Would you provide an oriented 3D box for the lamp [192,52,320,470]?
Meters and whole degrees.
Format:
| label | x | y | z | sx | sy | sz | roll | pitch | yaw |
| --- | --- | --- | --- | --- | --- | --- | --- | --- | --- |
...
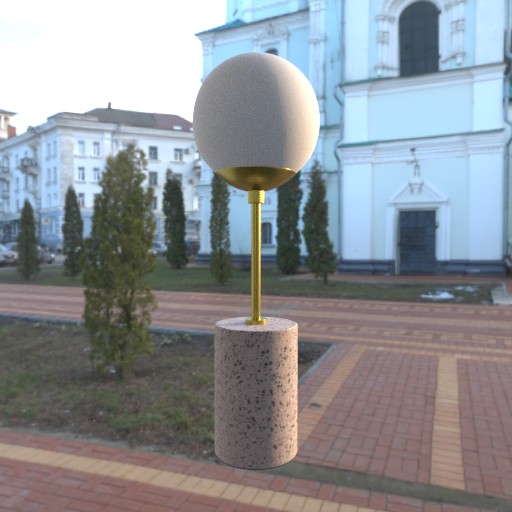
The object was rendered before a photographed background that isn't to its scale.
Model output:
| label | x | y | z | sx | sy | sz | roll | pitch | yaw |
| --- | --- | --- | --- | --- | --- | --- | --- | --- | --- |
| lamp | 0.000 | 0.000 | 0.543 | 0.153 | 0.480 | 0.153 | 0 | 2 | 0 |
